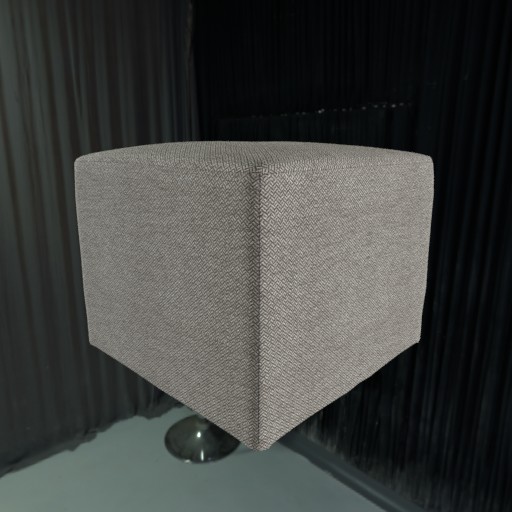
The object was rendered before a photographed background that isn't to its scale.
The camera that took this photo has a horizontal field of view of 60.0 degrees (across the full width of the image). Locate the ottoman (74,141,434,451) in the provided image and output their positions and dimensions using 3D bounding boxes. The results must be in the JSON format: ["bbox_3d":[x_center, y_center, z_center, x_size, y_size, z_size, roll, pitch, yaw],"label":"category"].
[{"bbox_3d":[0.000,0.000,0.905,0.512,0.453,0.519,13,19,42],"label":"ottoman"}]
